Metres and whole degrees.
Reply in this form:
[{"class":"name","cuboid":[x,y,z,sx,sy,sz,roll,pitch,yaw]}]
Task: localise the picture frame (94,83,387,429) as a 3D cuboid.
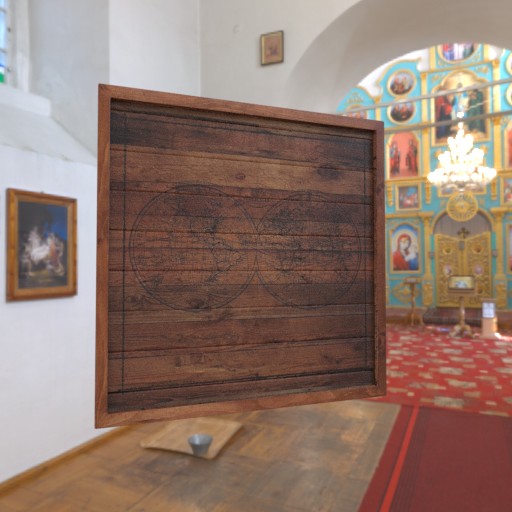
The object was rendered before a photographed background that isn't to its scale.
[{"class":"picture frame","cuboid":[0.000,0.000,1.195,0.810,0.817,0.029,1,-2,-20]}]
